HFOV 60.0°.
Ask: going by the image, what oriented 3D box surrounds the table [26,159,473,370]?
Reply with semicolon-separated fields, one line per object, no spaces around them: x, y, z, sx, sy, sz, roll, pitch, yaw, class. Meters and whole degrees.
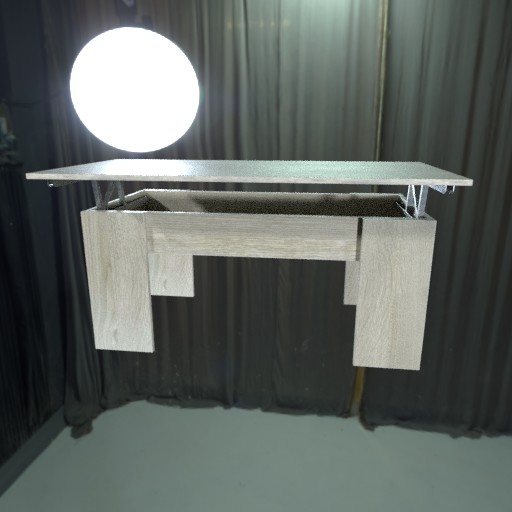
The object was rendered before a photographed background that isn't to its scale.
0.000;0.000;1.397;1.000;0.570;0.711;2;16;7;table
